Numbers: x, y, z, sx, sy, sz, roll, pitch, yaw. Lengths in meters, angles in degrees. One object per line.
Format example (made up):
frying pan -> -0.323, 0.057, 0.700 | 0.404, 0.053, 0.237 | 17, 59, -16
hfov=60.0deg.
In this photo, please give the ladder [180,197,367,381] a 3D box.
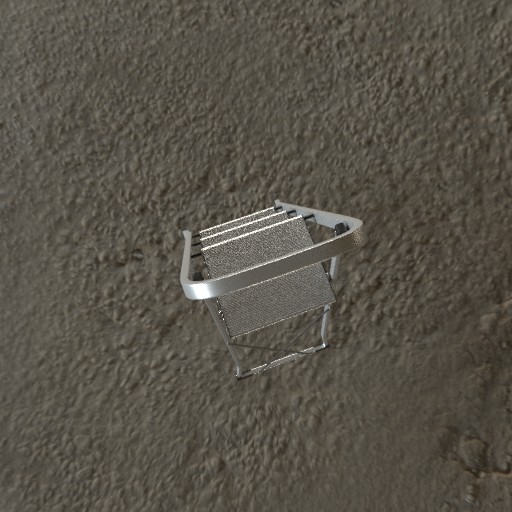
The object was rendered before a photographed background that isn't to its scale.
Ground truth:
ladder -> 0.000, 0.000, 1.409 | 0.465, 1.070, 0.704 | -19, 77, -5
